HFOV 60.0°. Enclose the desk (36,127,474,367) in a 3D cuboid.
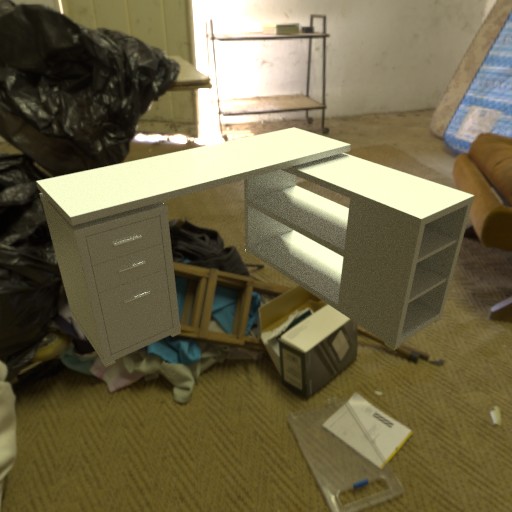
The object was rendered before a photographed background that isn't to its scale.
[{"bbox_3d":[0.000,0.000,2.134,1.524,0.753,1.200,-21,36,-32],"label":"desk"}]
